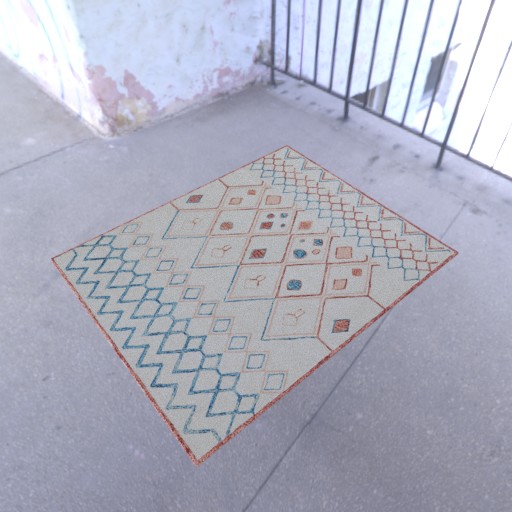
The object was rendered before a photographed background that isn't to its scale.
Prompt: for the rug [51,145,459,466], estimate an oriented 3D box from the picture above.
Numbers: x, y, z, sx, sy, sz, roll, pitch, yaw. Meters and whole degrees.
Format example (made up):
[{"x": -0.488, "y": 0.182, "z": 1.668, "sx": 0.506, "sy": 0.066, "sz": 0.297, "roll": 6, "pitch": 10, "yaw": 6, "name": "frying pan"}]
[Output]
[{"x": 0.000, "y": 0.000, "z": 4.232, "sx": 3.050, "sy": 0.016, "sz": 2.441, "roll": -31, "pitch": 54, "yaw": -26, "name": "rug"}]
